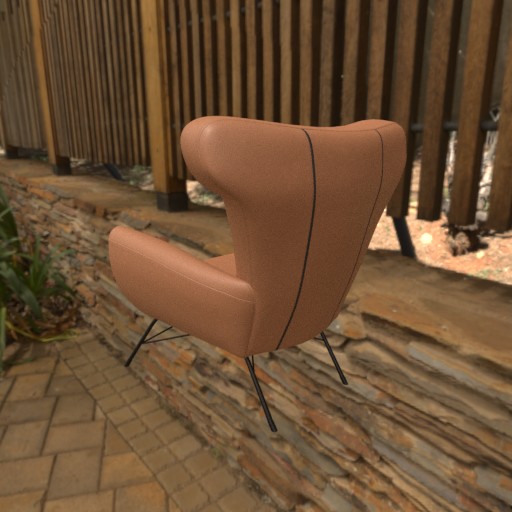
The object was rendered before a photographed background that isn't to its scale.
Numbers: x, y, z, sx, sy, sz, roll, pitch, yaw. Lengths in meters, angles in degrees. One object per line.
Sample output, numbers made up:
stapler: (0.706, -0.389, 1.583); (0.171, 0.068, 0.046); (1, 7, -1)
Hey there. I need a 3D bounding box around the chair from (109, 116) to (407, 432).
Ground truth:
chair: (0.000, 0.000, 1.777); (0.980, 1.050, 0.900); (-15, 22, -42)
